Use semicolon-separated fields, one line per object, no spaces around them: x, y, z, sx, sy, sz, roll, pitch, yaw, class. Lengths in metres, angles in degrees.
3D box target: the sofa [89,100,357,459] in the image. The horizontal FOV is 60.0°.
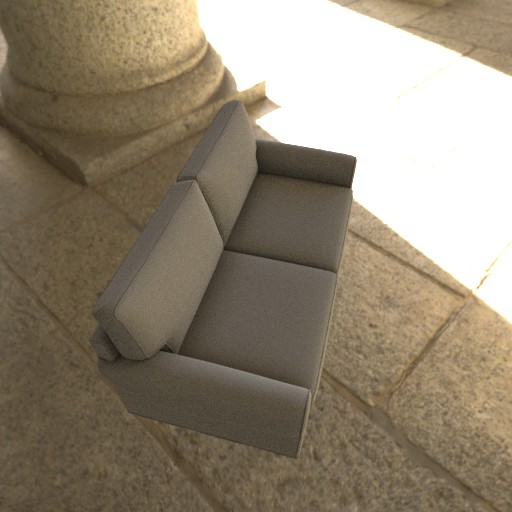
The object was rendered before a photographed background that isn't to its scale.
0.000;0.000;2.471;0.940;0.952;1.930;11;48;10;sofa
